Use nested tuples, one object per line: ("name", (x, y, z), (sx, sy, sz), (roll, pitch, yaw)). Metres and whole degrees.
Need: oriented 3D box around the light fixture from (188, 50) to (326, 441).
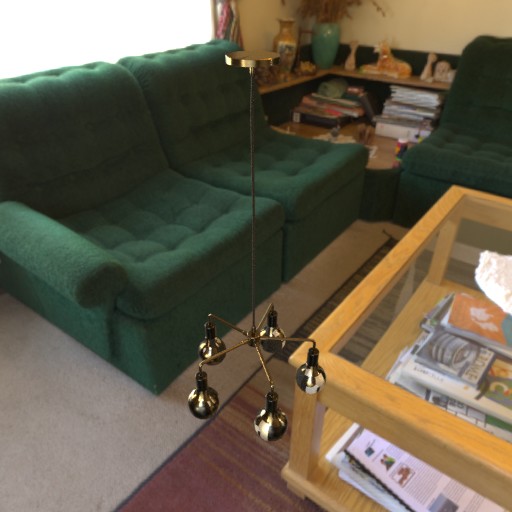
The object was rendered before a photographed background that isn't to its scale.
("light fixture", (0.000, 0.000, 1.176), (0.438, 0.988, 0.421), (11, 35, 17))
